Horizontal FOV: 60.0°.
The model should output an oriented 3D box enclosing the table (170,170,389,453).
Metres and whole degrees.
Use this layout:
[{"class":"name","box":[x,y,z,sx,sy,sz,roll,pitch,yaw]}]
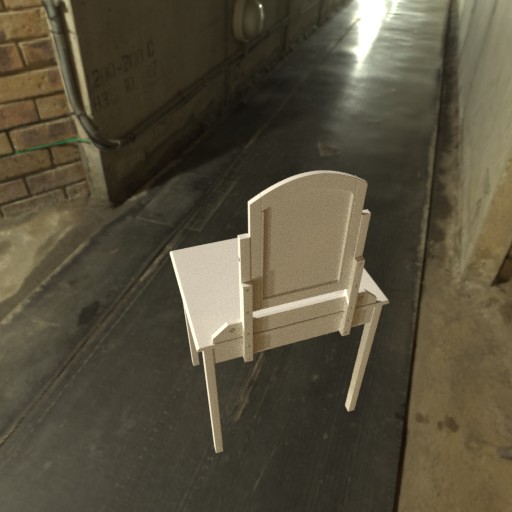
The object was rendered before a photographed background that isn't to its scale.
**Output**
[{"class":"table","box":[0.000,0.000,2.354,0.876,1.631,1.211,-12,42,-14]}]
